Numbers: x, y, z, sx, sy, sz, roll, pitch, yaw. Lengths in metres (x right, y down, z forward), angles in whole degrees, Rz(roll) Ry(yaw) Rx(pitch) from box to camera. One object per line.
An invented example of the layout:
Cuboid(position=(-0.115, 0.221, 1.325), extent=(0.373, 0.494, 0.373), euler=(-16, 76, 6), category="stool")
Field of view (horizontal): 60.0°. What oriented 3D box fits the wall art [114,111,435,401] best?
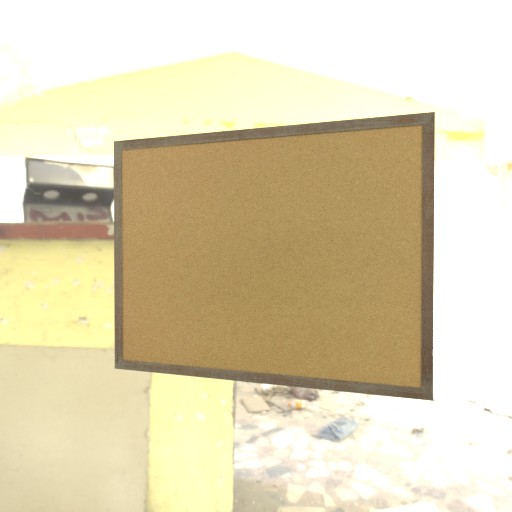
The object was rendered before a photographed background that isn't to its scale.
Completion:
Cuboid(position=(0.000, 0.000, 1.357), extent=(1.012, 0.774, 0.019), euler=(0, 1, 19), category="wall art")
